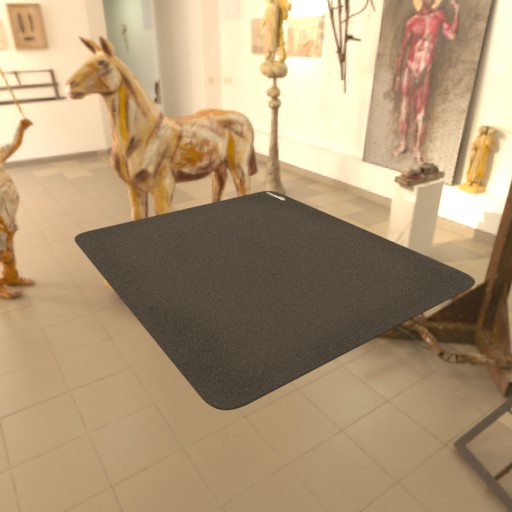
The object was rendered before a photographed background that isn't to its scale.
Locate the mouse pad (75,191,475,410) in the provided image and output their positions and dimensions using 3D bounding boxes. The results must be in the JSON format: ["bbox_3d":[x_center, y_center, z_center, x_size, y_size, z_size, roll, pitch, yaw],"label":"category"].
[{"bbox_3d":[0.000,0.000,0.630,0.393,0.002,0.451,-18,32,-31],"label":"mouse pad"}]
